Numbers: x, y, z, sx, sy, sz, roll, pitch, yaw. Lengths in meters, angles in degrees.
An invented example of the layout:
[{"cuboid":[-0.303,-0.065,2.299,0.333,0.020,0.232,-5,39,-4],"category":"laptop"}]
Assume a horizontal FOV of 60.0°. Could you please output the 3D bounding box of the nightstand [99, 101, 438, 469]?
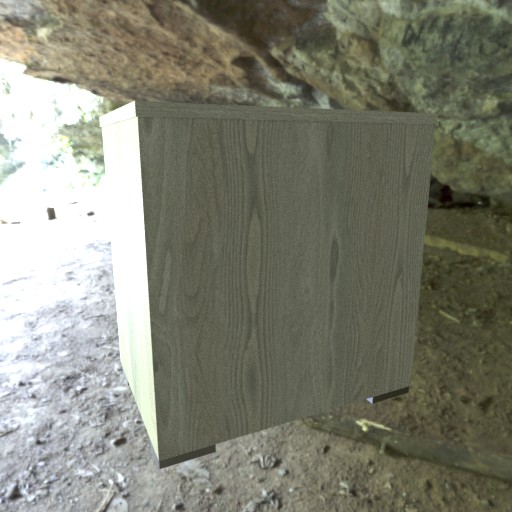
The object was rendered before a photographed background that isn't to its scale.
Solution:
[{"cuboid":[0.000,0.000,0.762,0.442,0.461,0.325,-7,15,-25],"category":"nightstand"}]
